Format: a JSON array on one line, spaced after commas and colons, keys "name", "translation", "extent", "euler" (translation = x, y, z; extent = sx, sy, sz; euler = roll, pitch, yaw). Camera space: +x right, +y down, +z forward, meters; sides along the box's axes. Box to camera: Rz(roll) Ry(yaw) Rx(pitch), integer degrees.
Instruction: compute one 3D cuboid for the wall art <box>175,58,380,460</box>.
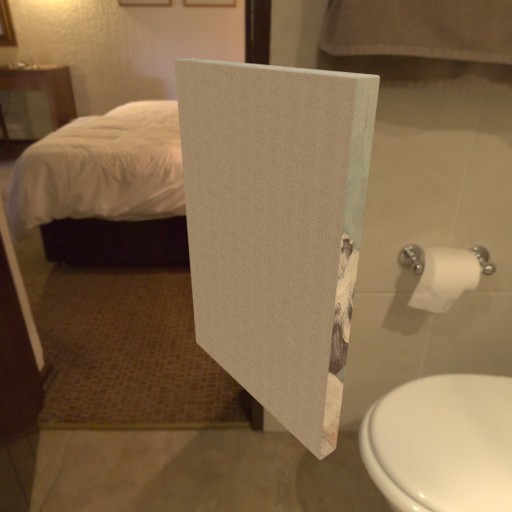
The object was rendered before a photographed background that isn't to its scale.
[{"name": "wall art", "translation": [0.000, 0.000, 1.151], "extent": [0.061, 0.911, 0.609], "euler": [-20, 33, -33]}]
